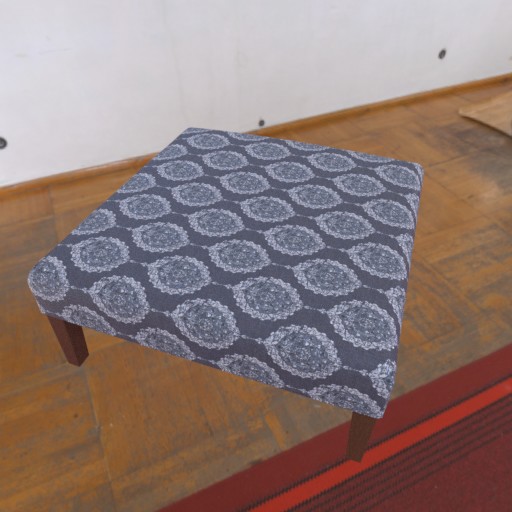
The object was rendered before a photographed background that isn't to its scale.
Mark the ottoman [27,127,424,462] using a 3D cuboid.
[{"bbox_3d":[0.000,0.000,1.383,0.890,0.409,0.889,13,42,15],"label":"ottoman"}]
